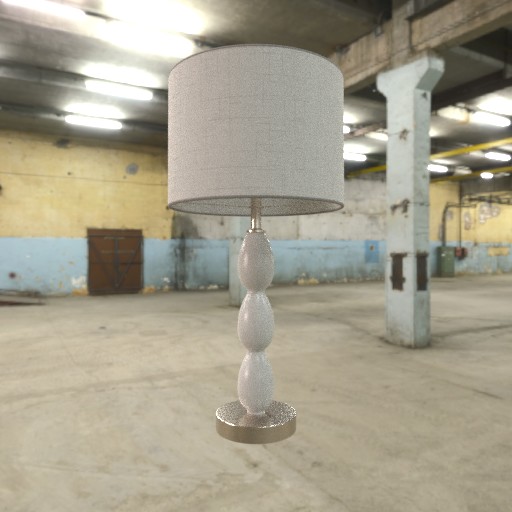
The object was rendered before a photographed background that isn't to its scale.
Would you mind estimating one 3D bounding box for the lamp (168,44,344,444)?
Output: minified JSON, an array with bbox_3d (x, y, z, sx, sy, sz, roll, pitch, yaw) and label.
[{"bbox_3d":[0.000,0.000,0.722,0.282,0.559,0.280,0,0,-2],"label":"lamp"}]
